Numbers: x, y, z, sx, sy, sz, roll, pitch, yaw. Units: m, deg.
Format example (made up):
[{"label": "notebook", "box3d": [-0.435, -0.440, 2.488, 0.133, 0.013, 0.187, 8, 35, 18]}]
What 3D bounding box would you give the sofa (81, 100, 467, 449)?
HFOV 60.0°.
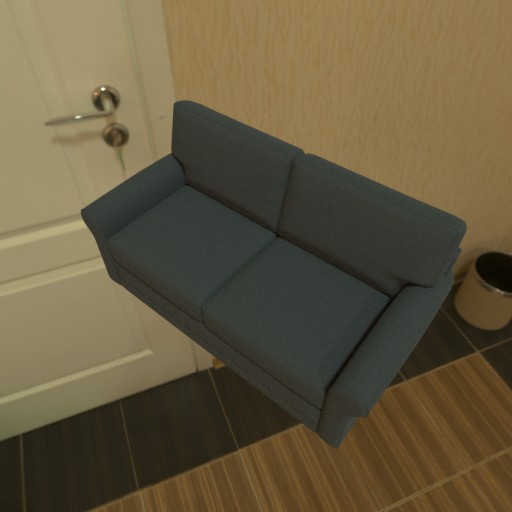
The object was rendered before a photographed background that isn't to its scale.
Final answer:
[{"label": "sofa", "box3d": [0.000, 0.000, 2.511, 1.930, 1.020, 0.940, 31, 54, 25]}]
